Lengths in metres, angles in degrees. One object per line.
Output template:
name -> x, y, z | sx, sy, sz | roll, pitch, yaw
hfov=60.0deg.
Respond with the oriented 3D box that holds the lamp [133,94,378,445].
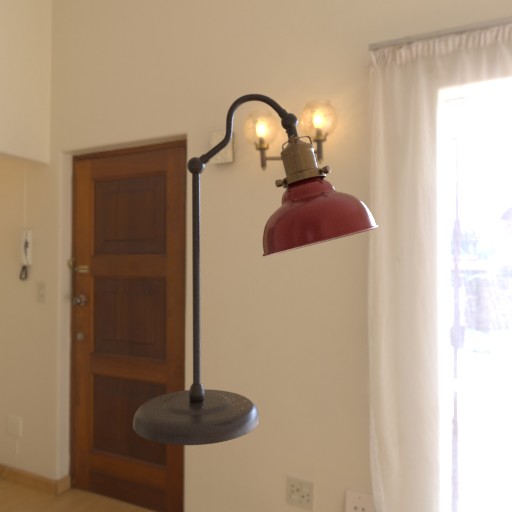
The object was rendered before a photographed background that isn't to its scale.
lamp -> 0.000, 0.000, 0.690 | 0.374, 0.508, 0.192 | 0, -1, 0
